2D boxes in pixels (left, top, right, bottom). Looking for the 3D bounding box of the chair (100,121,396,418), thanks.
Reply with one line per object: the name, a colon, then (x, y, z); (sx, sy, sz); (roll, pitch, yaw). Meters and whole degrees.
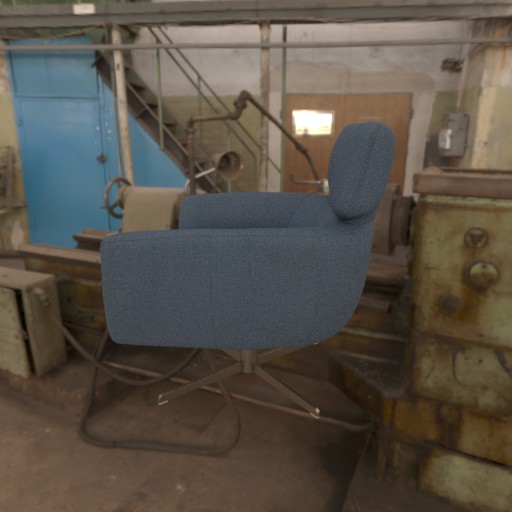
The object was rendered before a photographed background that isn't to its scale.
chair: (0.000, 0.000, 1.408); (0.761, 0.813, 0.738); (2, 16, 8)
